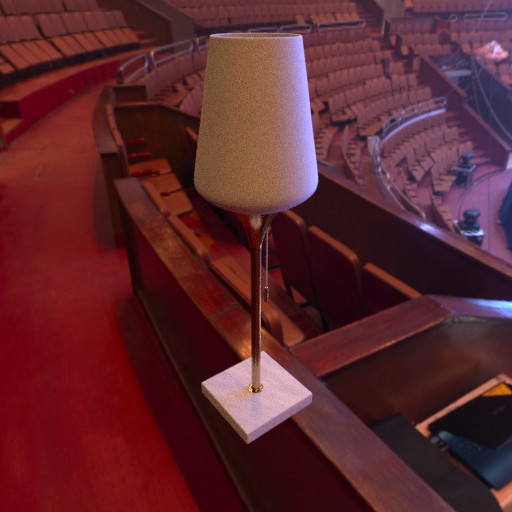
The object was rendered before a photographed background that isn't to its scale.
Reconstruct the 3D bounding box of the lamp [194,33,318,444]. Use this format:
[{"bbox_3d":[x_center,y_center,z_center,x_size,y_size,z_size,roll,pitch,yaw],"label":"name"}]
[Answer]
[{"bbox_3d":[0.000,0.000,0.715,0.181,0.639,0.181,-20,35,-32],"label":"lamp"}]
